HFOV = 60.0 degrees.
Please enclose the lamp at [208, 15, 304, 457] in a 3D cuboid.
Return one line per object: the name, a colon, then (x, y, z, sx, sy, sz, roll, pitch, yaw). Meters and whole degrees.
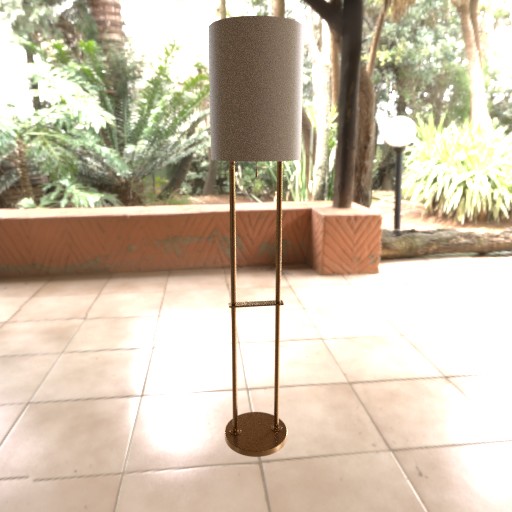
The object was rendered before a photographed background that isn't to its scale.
lamp: (0.000, 0.000, 1.602, 0.306, 1.500, 0.305, -2, 15, -7)
